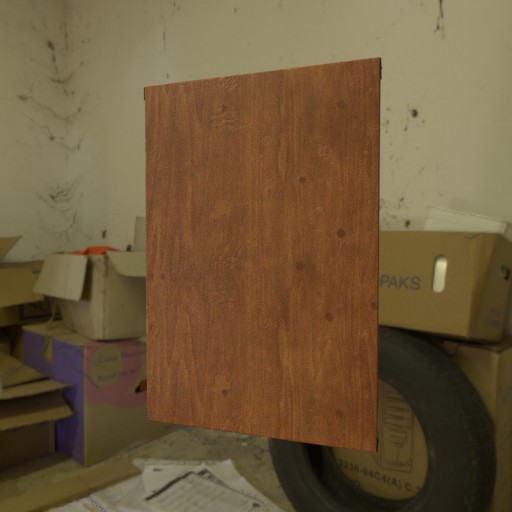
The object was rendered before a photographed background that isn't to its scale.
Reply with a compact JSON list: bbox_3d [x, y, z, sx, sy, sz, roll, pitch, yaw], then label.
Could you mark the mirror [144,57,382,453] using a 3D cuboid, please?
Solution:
[{"bbox_3d":[0.000,0.000,0.955,0.517,0.761,0.053,1,2,18],"label":"mirror"}]
